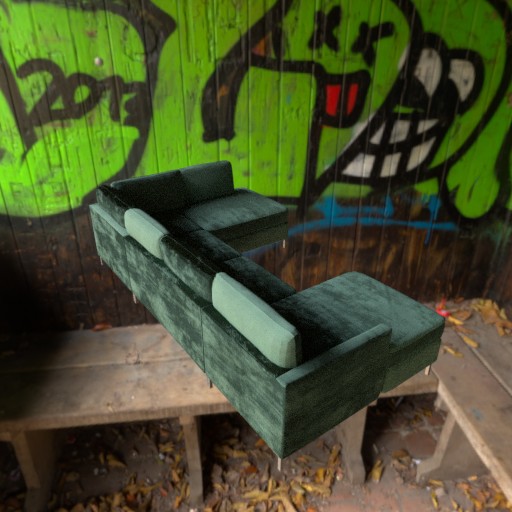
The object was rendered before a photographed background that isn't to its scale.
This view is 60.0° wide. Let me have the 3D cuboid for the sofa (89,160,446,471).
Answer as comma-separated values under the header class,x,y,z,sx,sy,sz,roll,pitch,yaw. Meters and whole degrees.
class,x,y,z,sx,sy,sz,roll,pitch,yaw
sofa,0.000,0.000,4.247,2.055,0.992,3.434,-18,33,-31
